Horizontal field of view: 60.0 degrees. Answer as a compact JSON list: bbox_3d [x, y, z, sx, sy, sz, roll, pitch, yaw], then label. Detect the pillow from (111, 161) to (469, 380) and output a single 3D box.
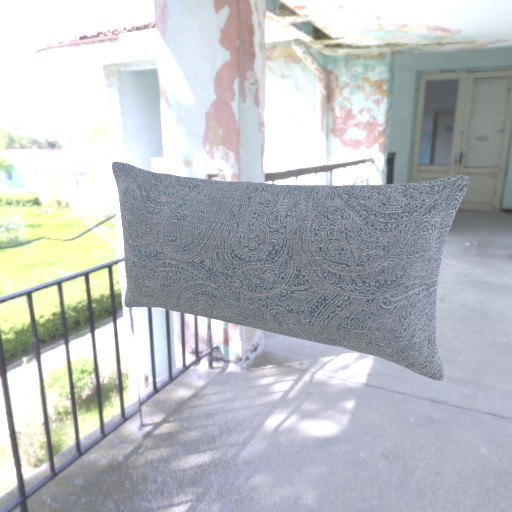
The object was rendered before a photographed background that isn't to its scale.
[{"bbox_3d":[0.000,0.000,0.742,0.615,0.295,0.151,8,17,27],"label":"pillow"}]
